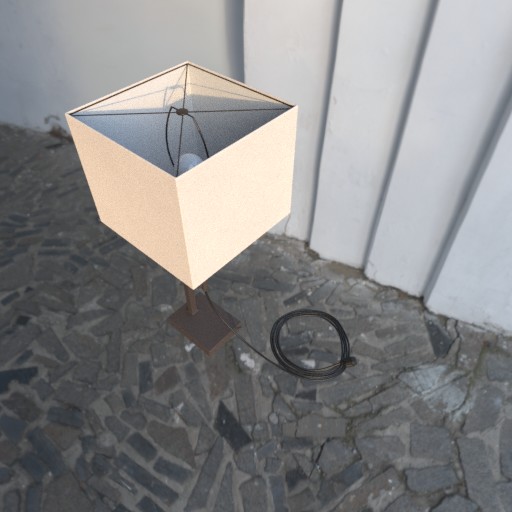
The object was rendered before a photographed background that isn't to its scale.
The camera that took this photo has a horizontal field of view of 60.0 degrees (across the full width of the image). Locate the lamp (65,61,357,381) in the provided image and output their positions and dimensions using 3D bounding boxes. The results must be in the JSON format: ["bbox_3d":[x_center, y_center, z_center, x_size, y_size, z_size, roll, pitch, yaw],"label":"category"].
[{"bbox_3d":[0.000,0.000,0.969,0.504,0.660,0.399,32,54,27],"label":"lamp"}]
